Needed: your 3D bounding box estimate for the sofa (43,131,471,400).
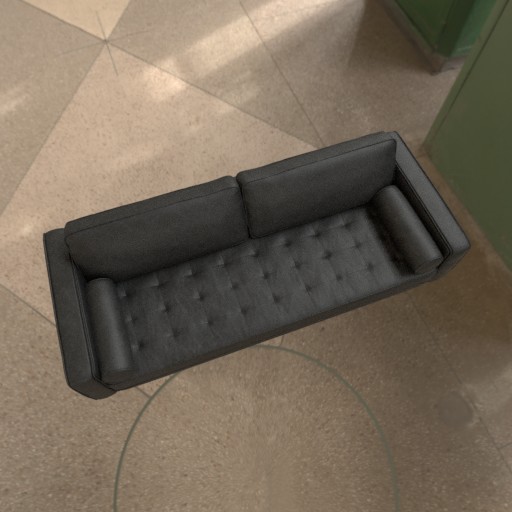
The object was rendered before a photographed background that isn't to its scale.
[{"bbox_3d":[0.000,0.000,2.564,2.210,0.762,0.914,-18,64,-9],"label":"sofa"}]
